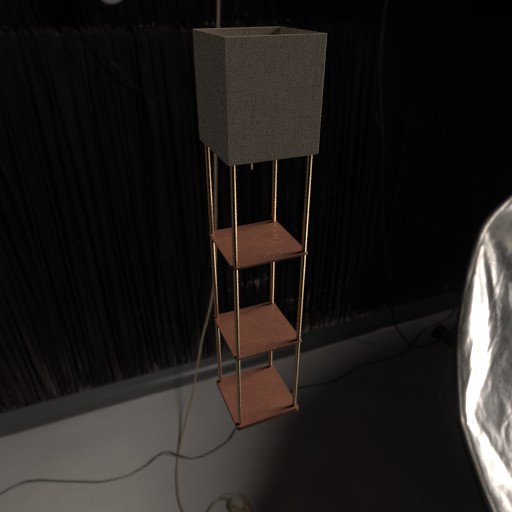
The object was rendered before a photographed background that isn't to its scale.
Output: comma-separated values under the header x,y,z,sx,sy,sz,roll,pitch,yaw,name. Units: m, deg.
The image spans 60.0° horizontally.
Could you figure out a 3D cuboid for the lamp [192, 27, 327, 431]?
x,y,z,sx,sy,sz,roll,pitch,yaw,name
0.000,0.000,1.730,0.308,1.569,0.310,-12,33,-19,lamp
